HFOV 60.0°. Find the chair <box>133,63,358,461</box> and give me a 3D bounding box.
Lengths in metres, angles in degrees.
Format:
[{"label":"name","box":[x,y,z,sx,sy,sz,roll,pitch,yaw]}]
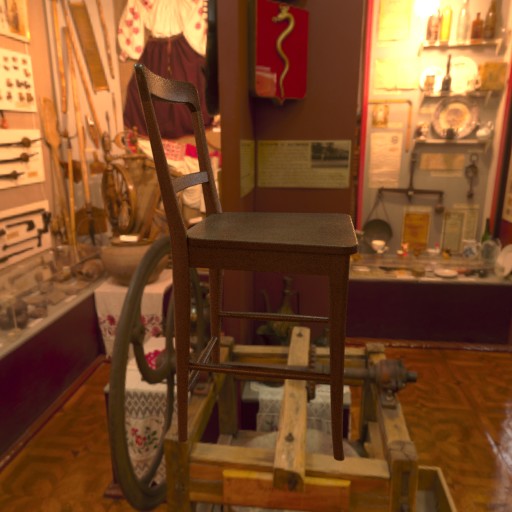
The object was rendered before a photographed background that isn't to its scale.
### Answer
[{"label":"chair","box":[0.000,0.000,1.284,0.546,0.991,0.450,2,15,9]}]
